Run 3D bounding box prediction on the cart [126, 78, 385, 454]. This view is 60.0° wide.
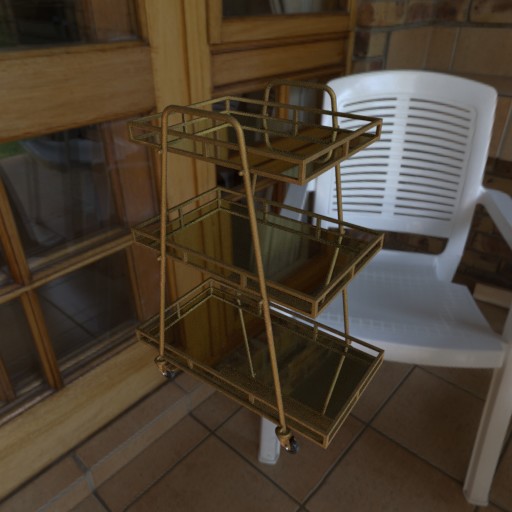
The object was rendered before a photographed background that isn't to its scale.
[{"bbox_3d":[0.000,0.000,1.260,0.711,0.883,0.441,20,36,30],"label":"cart"}]
